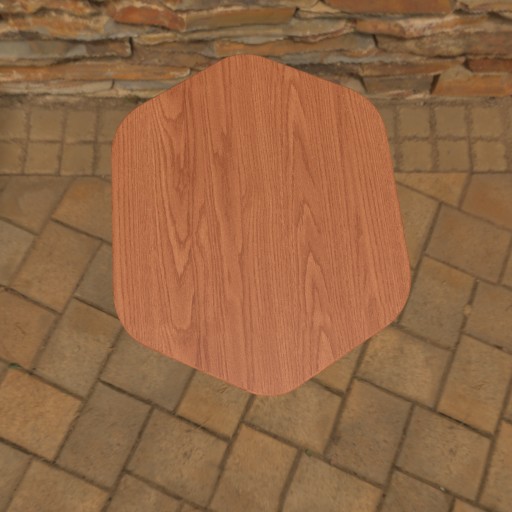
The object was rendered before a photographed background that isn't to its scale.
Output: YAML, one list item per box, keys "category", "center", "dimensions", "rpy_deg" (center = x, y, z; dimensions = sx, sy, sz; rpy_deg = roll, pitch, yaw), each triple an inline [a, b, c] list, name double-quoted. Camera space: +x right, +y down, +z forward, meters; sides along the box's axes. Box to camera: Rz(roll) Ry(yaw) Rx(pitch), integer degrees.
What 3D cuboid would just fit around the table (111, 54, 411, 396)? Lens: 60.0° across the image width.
- category: "table"
  center: [0.000, 0.000, 0.887]
  dimensions: [0.400, 0.562, 0.500]
  rpy_deg: [-5, 76, -1]
